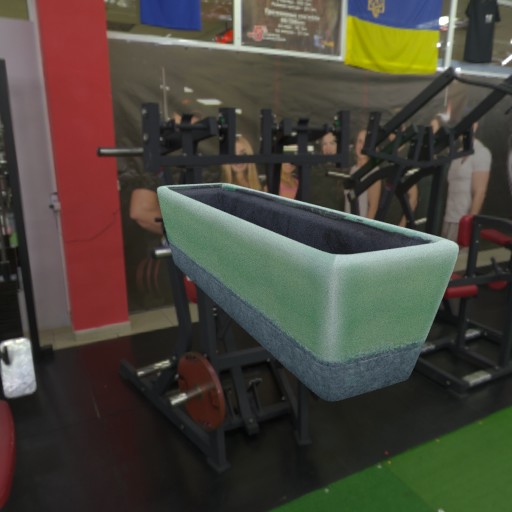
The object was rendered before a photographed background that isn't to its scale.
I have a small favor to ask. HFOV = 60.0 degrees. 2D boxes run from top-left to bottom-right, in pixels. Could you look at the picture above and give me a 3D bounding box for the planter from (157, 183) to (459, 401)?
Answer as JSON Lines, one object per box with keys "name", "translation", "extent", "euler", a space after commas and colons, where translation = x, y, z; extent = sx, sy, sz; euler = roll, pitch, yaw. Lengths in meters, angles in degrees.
{"name": "planter", "translation": [0.000, 0.000, 0.305], "extent": [0.072, 0.072, 0.275], "euler": [-7, 17, -25]}
